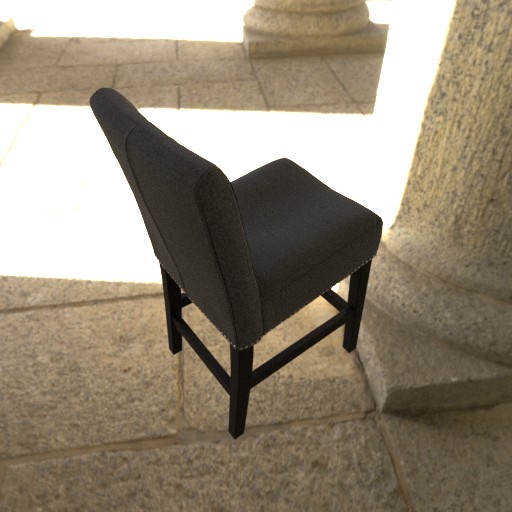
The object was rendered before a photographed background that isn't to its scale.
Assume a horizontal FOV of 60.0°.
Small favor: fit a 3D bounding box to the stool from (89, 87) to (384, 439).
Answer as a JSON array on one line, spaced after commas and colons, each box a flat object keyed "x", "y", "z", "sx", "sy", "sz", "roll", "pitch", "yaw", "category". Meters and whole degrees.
[{"x": 0.000, "y": 0.000, "z": 1.173, "sx": 0.571, "sy": 0.885, "sz": 0.427, "roll": -27, "pitch": 48, "yaw": -27, "category": "stool"}]
